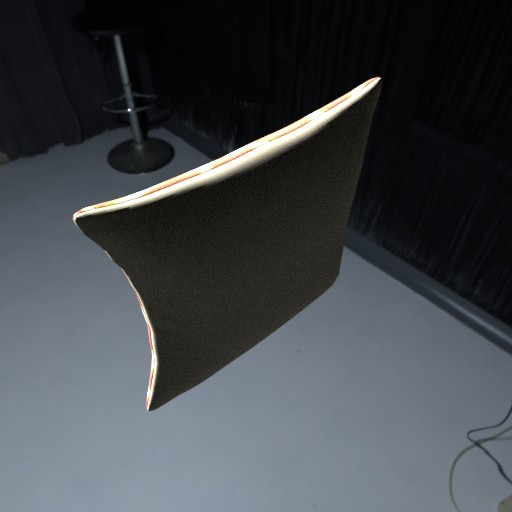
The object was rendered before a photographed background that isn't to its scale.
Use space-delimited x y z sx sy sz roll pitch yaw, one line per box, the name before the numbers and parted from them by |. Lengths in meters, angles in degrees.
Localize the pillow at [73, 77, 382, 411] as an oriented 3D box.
pillow | 0.000 0.000 0.806 0.552 0.508 0.166 -32 54 -27
